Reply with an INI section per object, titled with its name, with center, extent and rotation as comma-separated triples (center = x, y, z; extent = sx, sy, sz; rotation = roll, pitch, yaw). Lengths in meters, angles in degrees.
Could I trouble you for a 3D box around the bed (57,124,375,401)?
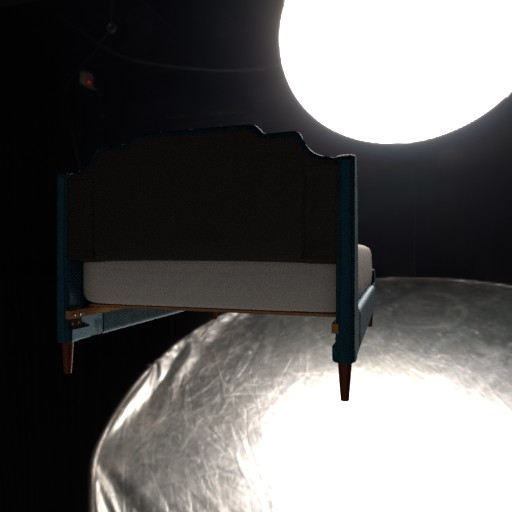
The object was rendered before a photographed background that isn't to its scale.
[bed]
center = 0.000, 0.000, 3.379
extent = 1.678, 1.338, 2.322
rotation = 0, 0, 17
